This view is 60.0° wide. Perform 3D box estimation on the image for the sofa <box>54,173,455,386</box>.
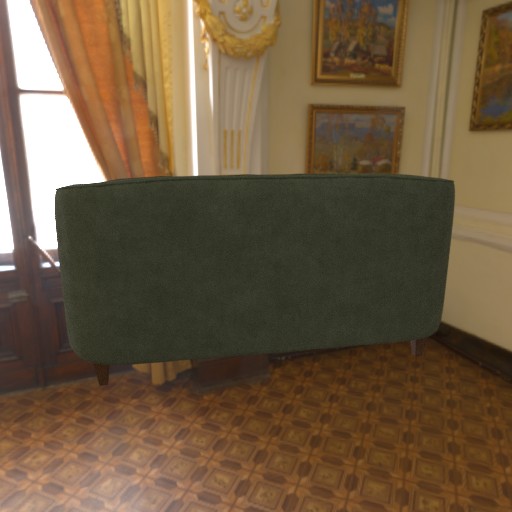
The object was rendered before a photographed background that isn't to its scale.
[{"bbox_3d":[0.000,0.000,2.201,1.733,0.855,0.941,-3,15,-10],"label":"sofa"}]
